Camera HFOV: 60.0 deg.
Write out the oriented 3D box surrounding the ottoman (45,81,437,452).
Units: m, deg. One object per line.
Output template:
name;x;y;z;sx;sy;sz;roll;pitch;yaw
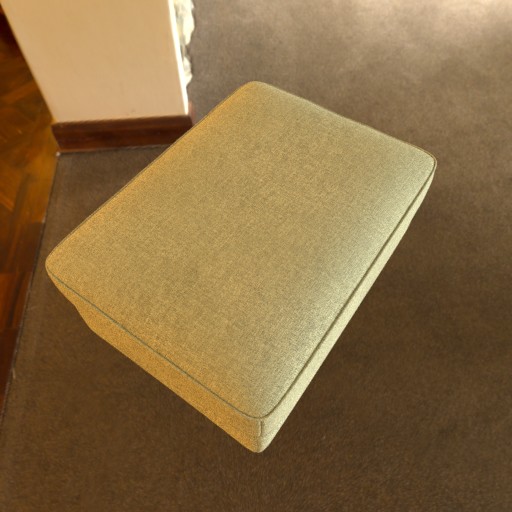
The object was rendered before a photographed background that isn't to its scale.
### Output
ottoman;0.000;0.000;1.305;0.661;0.561;0.889;30;62;18
